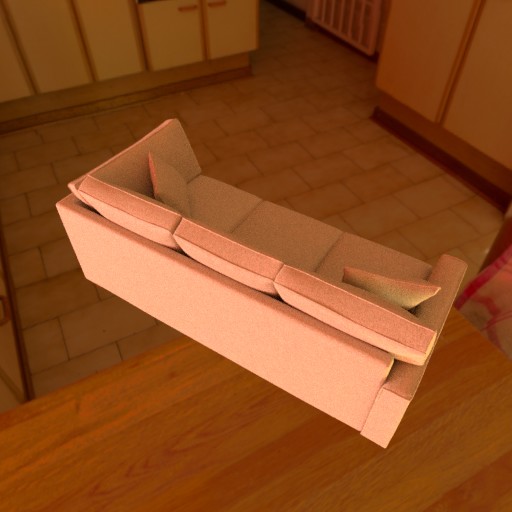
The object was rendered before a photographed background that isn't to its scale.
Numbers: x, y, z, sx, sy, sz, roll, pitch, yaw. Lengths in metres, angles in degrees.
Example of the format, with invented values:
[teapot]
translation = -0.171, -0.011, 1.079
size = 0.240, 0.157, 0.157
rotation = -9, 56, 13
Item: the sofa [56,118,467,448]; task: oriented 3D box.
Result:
[sofa]
translation = 0.000, 0.000, 2.827
size = 2.317, 0.962, 1.061
rotation = 24, 51, 21
